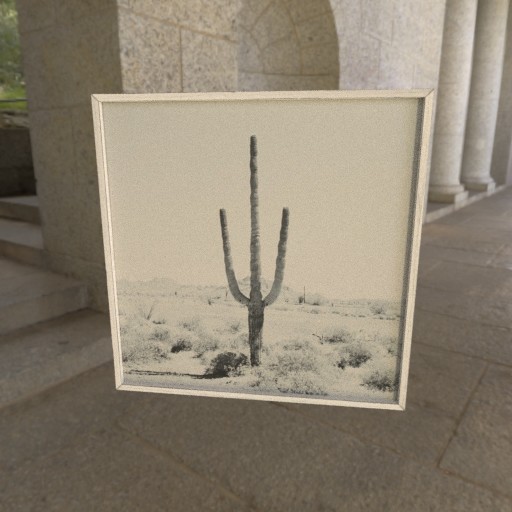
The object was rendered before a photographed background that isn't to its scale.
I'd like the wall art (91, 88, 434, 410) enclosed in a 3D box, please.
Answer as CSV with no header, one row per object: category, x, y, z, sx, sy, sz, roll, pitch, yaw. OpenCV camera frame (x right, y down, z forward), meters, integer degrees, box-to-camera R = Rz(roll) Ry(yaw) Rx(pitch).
wall art,0.000,0.000,0.731,0.508,0.508,0.038,2,14,7
